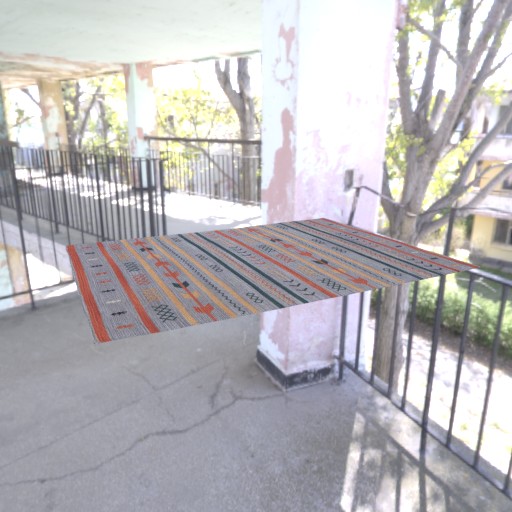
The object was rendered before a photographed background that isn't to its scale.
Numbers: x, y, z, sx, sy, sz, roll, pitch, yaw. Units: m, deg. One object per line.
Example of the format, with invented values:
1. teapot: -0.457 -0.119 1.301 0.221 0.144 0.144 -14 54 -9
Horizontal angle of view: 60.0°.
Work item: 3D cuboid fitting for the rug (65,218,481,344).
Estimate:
1. rug: 0.000 0.000 3.964 3.029 0.022 2.263 -8 18 -25
